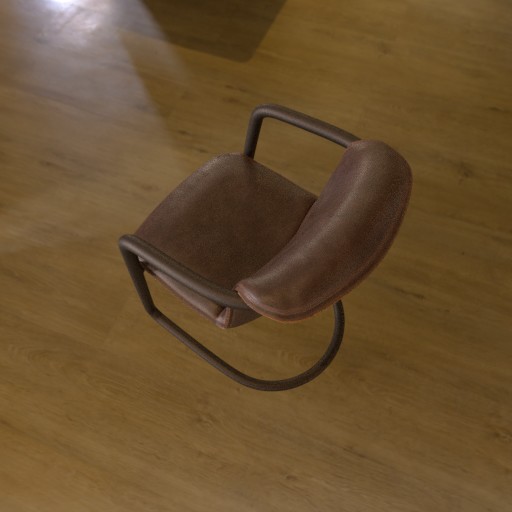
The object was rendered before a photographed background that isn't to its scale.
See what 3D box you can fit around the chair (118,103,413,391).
[{"bbox_3d":[0.000,0.000,1.266,0.664,0.836,0.536,34,68,16],"label":"chair"}]
